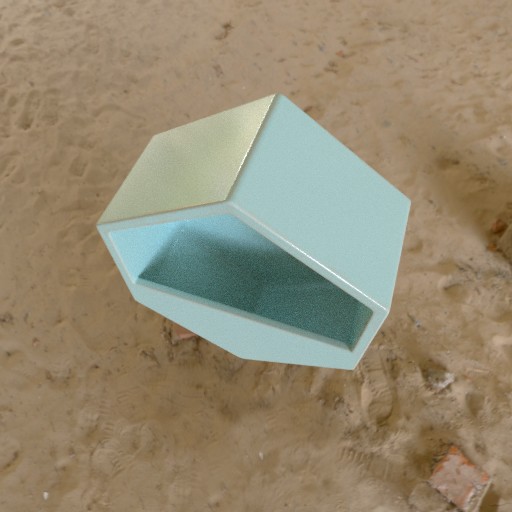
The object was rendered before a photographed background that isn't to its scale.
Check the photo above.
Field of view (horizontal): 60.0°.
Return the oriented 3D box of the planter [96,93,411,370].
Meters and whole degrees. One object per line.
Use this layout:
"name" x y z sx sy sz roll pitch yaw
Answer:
"planter" 0.000 0.000 0.299 0.169 0.207 0.078 16 60 10
